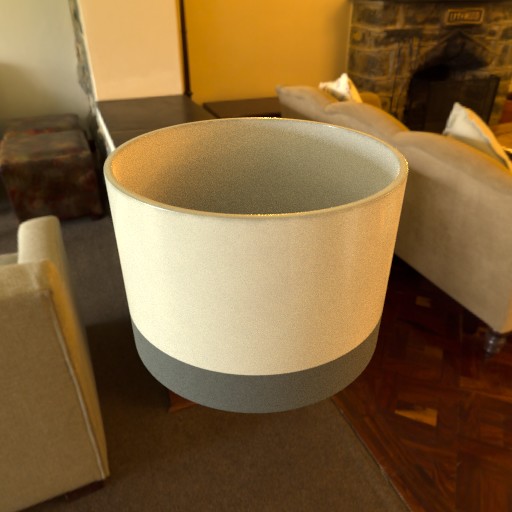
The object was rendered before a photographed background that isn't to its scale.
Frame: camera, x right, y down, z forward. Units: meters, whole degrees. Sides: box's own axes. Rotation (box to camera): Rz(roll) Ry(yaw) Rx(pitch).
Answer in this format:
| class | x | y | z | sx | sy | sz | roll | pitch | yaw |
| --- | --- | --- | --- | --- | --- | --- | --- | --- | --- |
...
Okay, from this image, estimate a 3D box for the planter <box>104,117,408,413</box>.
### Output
| class | x | y | z | sx | sy | sz | roll | pitch | yaw |
| --- | --- | --- | --- | --- | --- | --- | --- | --- | --- |
| planter | 0.000 | 0.000 | 0.221 | 0.128 | 0.105 | 0.128 | 0 | 31 | 0 |
